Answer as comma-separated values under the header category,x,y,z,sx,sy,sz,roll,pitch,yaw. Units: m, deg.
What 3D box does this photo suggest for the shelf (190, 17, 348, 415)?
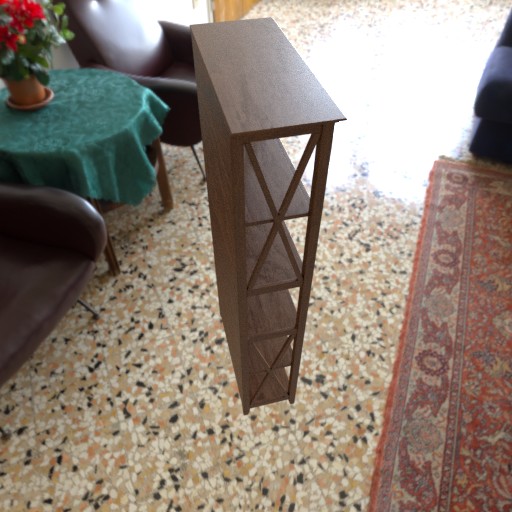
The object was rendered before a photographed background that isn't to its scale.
category,x,y,z,sx,sy,sz,roll,pitch,yaw
shelf,0.000,0.000,2.192,0.335,1.905,0.805,-10,48,-9
